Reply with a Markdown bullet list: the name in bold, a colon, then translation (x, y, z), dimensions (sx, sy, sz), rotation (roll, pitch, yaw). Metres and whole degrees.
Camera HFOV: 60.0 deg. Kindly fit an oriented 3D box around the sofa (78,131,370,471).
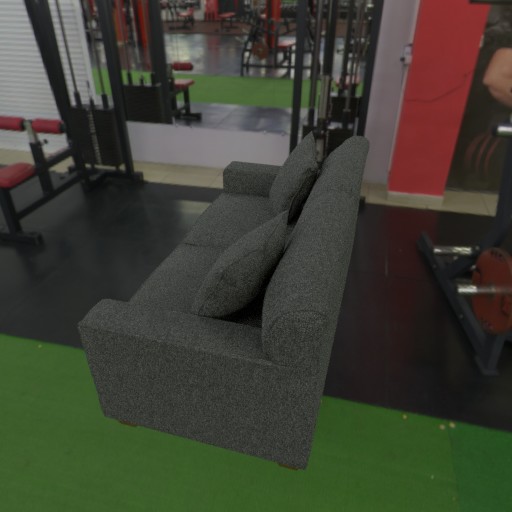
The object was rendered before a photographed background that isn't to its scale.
- **sofa**: translation (0.000, 0.000, 2.433), dimensions (0.998, 0.958, 1.846), rotation (9, 33, 14)
